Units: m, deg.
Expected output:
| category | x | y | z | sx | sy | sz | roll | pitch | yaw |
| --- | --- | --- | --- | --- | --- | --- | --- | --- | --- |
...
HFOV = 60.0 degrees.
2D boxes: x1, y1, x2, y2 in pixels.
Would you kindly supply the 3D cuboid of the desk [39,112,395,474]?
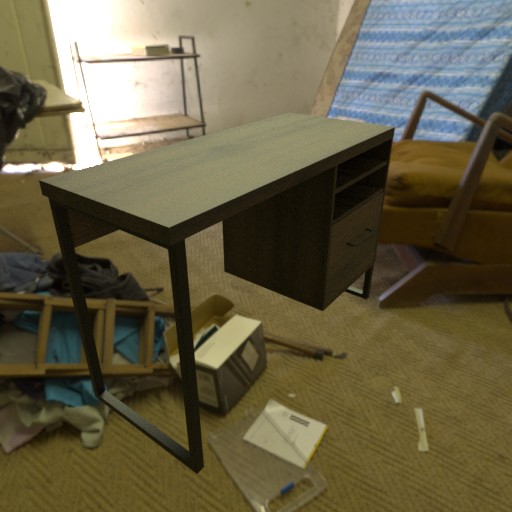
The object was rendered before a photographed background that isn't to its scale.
| category | x | y | z | sx | sy | sz | roll | pitch | yaw |
| --- | --- | --- | --- | --- | --- | --- | --- | --- | --- |
| desk | 0.000 | 0.000 | 1.552 | 0.511 | 0.752 | 1.134 | 20 | 34 | 32 |
